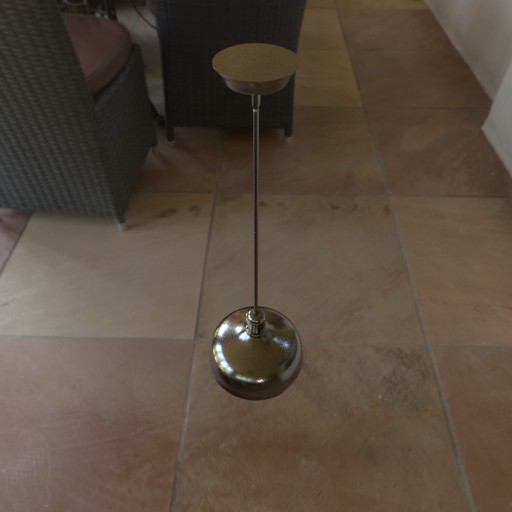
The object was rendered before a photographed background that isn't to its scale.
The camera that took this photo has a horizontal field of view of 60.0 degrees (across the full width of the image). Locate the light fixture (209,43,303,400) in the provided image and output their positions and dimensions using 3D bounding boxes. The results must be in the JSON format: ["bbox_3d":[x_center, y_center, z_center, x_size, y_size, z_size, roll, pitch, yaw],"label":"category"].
[{"bbox_3d":[0.000,0.000,1.065,0.299,0.935,0.299,3,47,3],"label":"light fixture"}]
